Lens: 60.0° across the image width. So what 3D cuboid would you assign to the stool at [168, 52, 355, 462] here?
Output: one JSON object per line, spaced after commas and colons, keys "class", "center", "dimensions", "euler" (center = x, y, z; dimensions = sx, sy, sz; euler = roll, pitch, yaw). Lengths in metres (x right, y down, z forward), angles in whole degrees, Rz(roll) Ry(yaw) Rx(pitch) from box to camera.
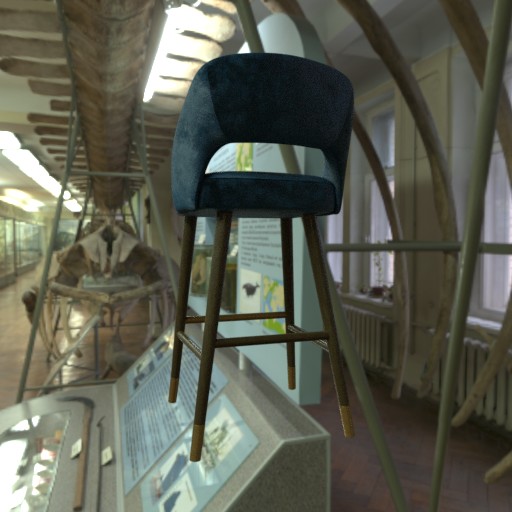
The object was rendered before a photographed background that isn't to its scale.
{"class": "stool", "center": [0.000, 0.000, 1.343], "dimensions": [0.514, 1.016, 0.515], "euler": [-1, 2, -18]}
